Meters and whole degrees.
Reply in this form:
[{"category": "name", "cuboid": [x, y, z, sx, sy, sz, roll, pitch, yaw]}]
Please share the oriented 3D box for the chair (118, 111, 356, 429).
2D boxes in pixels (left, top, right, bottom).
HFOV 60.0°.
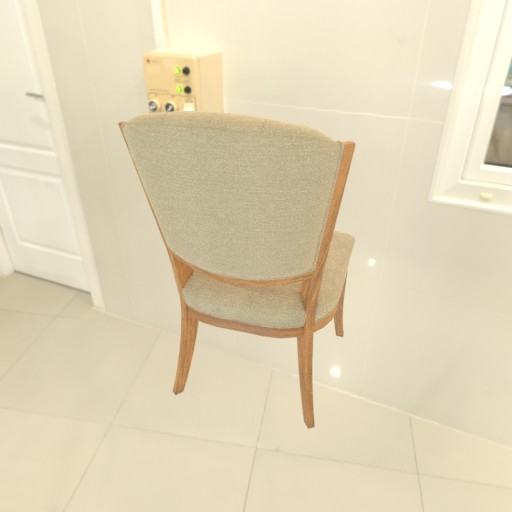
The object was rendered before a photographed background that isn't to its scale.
[{"category": "chair", "cuboid": [0.000, 0.000, 1.251, 0.513, 0.905, 0.584, 9, 32, 15]}]
